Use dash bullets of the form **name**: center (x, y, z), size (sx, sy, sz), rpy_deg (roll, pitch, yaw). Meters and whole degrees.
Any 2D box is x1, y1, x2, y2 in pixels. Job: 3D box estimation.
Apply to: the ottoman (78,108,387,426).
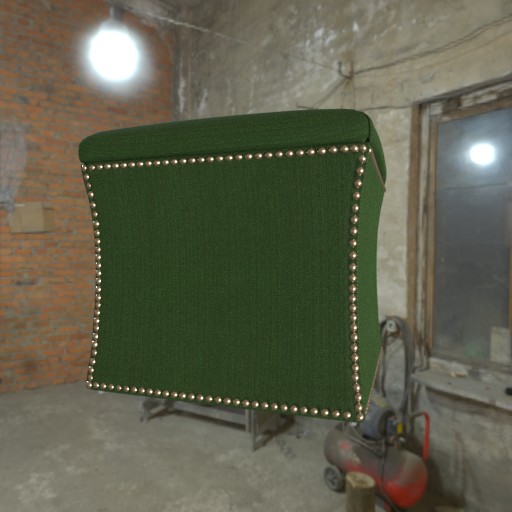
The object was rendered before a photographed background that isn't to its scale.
- **ottoman**: center (0.000, 0.000, 0.909), size (0.507, 0.475, 0.497), rpy_deg (0, 1, 19)
